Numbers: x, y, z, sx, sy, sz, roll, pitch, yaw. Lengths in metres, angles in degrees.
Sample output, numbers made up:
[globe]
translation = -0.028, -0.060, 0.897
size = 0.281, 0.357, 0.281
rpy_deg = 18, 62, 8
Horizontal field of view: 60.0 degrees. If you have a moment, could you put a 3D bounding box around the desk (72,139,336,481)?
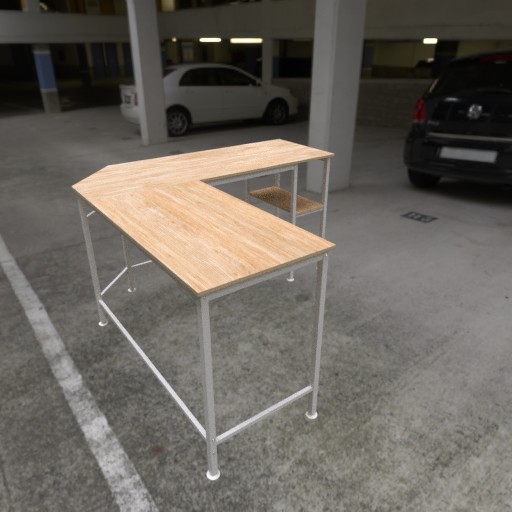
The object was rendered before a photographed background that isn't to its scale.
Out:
[desk]
translation = 0.000, 0.000, 2.171
size = 1.379, 0.739, 1.379
rpy_deg = -18, 31, -32
